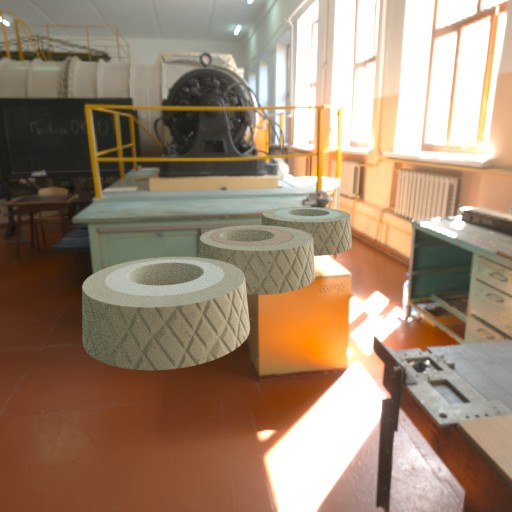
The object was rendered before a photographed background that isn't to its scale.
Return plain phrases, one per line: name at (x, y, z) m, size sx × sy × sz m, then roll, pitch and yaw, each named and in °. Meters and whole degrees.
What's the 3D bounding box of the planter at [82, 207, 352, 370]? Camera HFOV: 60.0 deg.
planter at (0.000, 0.000, 0.425) m, size 0.114 × 0.038 × 0.390 m, roll 7°, pitch 17°, yaw 25°
